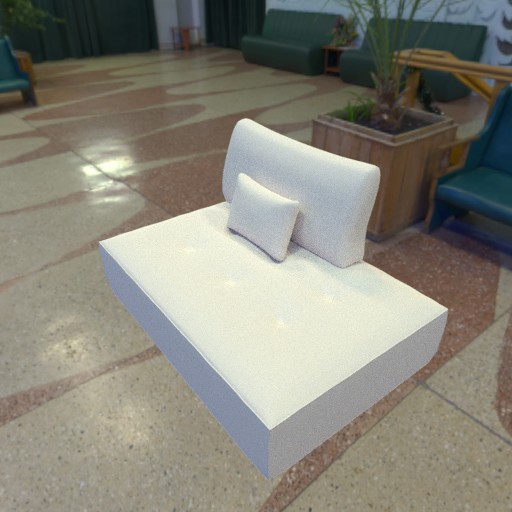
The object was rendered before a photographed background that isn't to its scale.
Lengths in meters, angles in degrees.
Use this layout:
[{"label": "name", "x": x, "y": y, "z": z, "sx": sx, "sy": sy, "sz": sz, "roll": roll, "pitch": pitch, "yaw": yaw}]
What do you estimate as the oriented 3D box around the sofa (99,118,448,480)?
[{"label": "sofa", "x": 0.000, "y": 0.000, "z": 2.066, "sx": 1.000, "sy": 0.820, "sz": 1.450, "roll": -22, "pitch": 39, "yaw": -31}]
